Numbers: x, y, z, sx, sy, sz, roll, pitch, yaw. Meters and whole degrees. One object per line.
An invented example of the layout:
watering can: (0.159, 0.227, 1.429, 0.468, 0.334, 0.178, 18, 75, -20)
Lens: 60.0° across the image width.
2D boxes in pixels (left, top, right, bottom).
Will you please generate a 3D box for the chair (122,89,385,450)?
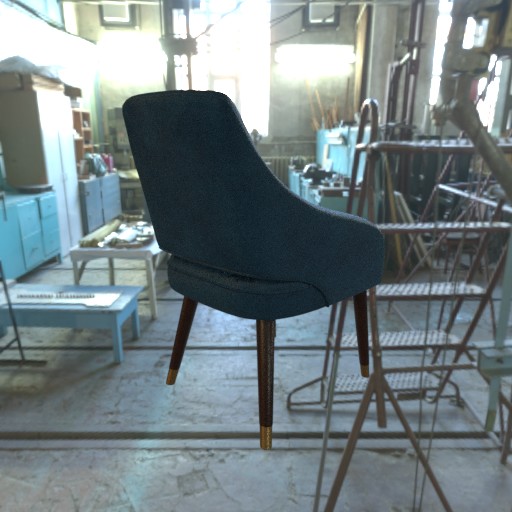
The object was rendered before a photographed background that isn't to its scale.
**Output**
chair: (0.000, 0.000, 1.614, 0.683, 1.081, 0.794, 15, 21, 43)
